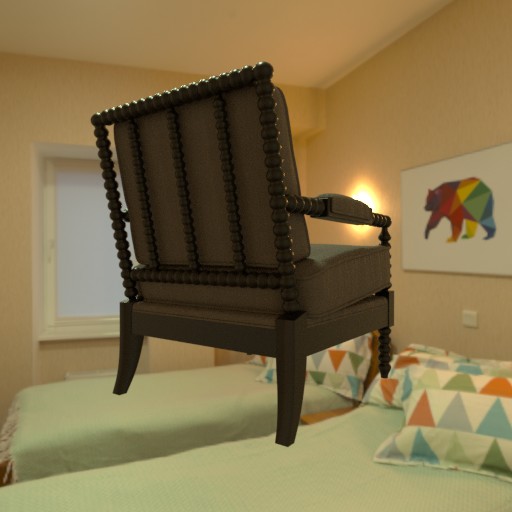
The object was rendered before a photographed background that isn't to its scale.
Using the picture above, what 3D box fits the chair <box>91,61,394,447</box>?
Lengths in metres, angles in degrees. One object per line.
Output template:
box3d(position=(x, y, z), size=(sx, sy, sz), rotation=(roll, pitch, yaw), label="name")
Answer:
box3d(position=(0.000, 0.000, 1.115), size=(0.540, 0.661, 0.622), rotation=(0, 1, 36), label="chair")
